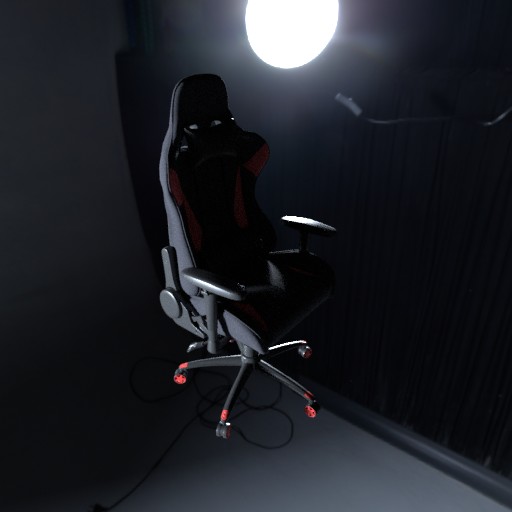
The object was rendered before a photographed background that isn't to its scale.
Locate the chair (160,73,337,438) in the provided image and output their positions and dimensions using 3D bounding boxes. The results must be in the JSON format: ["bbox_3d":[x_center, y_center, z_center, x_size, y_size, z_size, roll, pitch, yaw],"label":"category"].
[{"bbox_3d":[0.000,0.000,1.768,0.658,1.326,0.695,18,32,33],"label":"chair"}]
